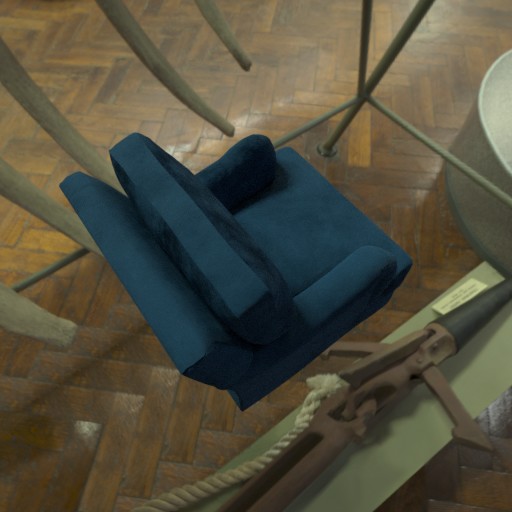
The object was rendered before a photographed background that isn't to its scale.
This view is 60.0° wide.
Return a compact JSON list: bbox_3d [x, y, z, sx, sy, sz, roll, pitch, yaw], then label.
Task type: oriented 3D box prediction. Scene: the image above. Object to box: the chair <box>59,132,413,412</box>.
[{"bbox_3d":[0.000,0.000,1.875,1.078,1.076,0.895,-32,63,-18],"label":"chair"}]
